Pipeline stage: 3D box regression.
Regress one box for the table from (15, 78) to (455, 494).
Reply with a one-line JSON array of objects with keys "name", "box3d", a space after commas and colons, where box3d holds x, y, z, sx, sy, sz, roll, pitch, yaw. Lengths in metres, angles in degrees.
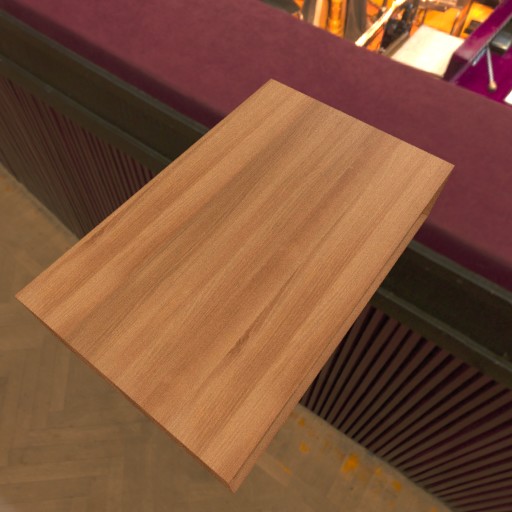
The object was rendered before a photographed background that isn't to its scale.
[{"name": "table", "box3d": [0.000, 0.000, 1.382, 0.700, 0.330, 1.100, 33, 63, 19]}]
